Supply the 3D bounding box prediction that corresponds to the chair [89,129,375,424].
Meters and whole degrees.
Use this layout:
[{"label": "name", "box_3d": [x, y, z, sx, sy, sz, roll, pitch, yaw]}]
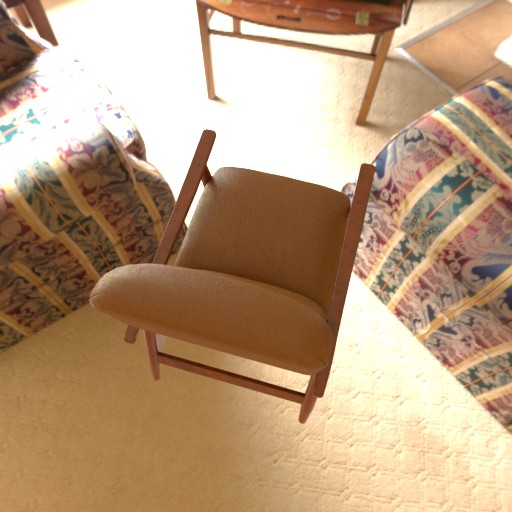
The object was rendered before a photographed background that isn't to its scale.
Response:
[{"label": "chair", "box_3d": [0.000, 0.000, 1.763, 0.762, 1.082, 1.014, 14, 64, 7]}]
